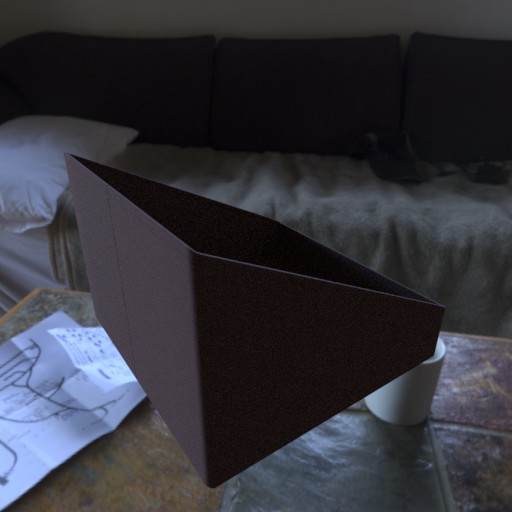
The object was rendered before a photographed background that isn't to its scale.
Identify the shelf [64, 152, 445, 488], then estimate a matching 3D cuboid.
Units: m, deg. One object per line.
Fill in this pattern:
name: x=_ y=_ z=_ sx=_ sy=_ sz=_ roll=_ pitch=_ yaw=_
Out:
shelf: x=0.000 y=0.000 z=0.479 sx=0.292 sy=0.210 sz=0.292 roll=-17 pitch=32 yaw=-31
